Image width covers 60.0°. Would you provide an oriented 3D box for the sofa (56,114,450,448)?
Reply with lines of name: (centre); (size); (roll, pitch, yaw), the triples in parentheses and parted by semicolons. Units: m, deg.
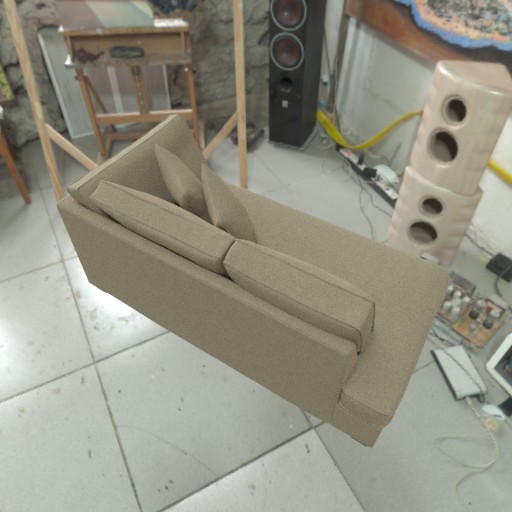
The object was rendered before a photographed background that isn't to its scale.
sofa: (0.000, 0.000, 2.821); (2.237, 1.033, 1.110); (25, 52, 22)
